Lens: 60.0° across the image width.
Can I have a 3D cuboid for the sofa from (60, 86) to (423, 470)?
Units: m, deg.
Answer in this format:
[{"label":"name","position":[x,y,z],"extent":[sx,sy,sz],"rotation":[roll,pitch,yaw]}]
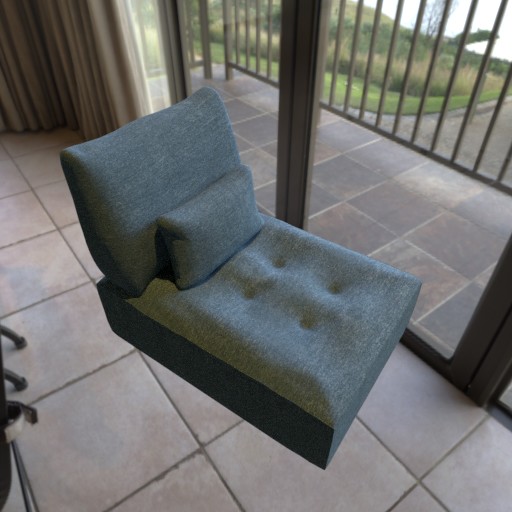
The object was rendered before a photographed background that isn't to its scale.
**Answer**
[{"label":"sofa","position":[0.000,0.000,1.533],"extent":[1.000,0.820,0.700],"rotation":[25,47,26]}]
